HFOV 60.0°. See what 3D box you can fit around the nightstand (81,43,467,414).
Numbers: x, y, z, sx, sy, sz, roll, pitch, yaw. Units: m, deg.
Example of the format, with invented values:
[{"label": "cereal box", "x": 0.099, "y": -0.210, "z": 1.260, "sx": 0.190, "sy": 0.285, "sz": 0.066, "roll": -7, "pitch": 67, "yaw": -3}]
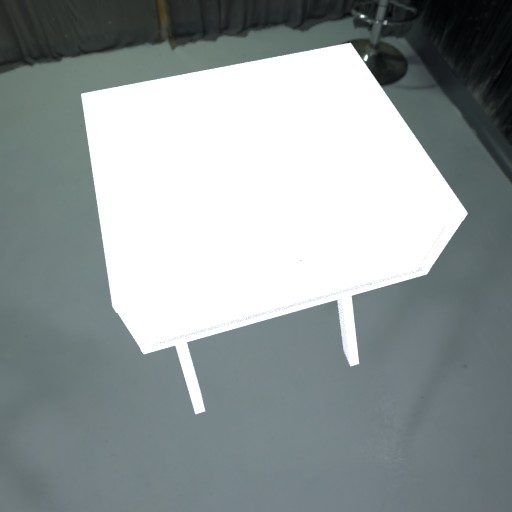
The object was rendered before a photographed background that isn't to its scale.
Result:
[{"label": "nightstand", "x": 0.000, "y": 0.000, "z": 0.930, "sx": 0.479, "sy": 0.623, "sz": 0.402, "roll": -15, "pitch": 60, "yaw": -9}]
